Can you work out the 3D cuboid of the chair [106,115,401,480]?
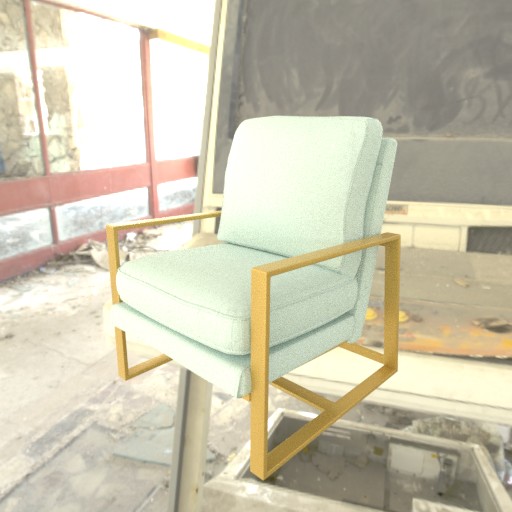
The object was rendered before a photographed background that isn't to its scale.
[{"bbox_3d":[0.000,0.000,1.565,0.758,0.956,0.813,15,22,42],"label":"chair"}]
